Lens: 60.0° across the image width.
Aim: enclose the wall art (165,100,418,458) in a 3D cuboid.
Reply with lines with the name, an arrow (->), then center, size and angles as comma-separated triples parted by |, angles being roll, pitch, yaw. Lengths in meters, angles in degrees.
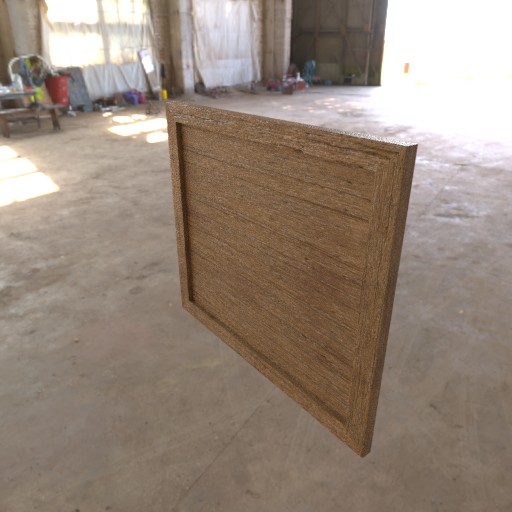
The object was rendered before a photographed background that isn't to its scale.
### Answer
wall art -> 0.000, 0.000, 0.970 | 0.026, 0.588, 0.690 | -18, 31, -34
